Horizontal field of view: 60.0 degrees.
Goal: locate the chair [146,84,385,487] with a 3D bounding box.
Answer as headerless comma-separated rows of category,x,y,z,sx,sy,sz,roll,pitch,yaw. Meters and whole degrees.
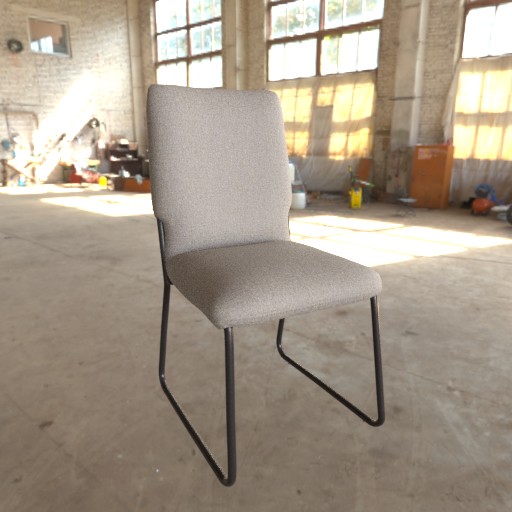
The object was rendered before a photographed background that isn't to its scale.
chair,0.000,0.000,1.148,0.448,0.864,0.560,-8,17,-28
